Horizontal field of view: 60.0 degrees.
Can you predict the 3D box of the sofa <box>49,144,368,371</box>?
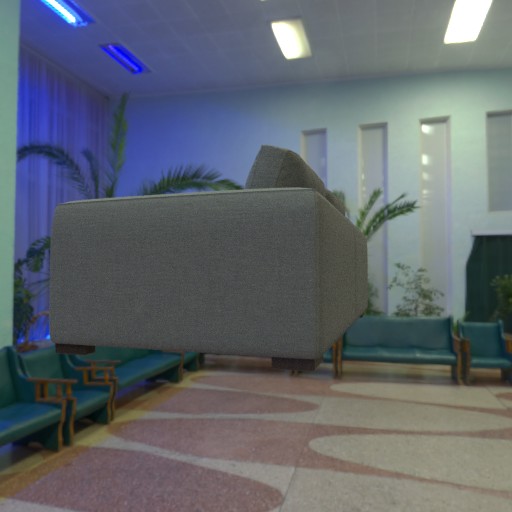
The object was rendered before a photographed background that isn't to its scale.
[{"bbox_3d":[0.000,0.000,2.420,1.069,0.800,1.920,-1,-2,18],"label":"sofa"}]
